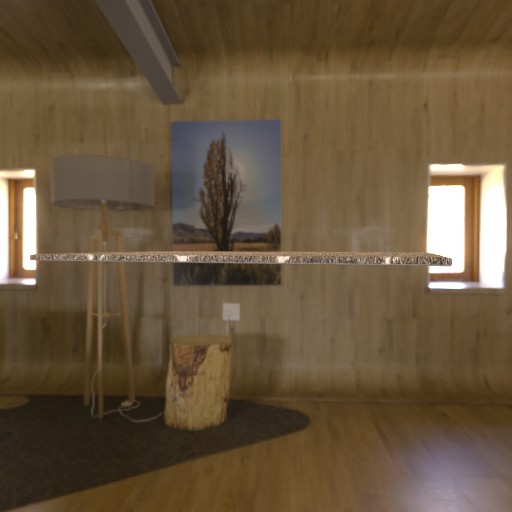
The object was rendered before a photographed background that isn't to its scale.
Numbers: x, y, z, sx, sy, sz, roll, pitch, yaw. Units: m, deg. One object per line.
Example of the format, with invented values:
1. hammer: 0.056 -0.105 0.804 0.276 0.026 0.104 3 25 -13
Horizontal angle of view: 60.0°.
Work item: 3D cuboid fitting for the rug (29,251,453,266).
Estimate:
1. rug: 0.000 0.000 2.299 1.778 0.030 1.219 0 1 19
